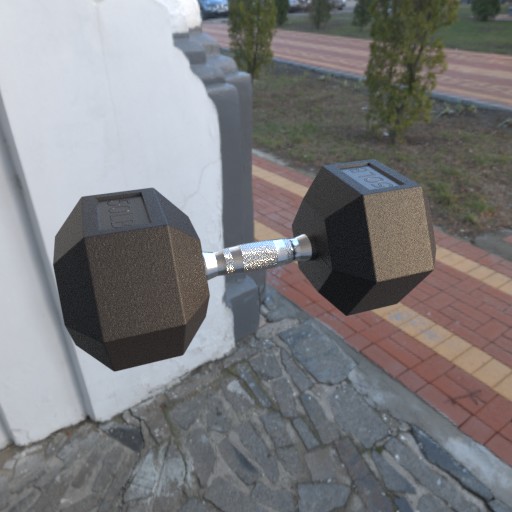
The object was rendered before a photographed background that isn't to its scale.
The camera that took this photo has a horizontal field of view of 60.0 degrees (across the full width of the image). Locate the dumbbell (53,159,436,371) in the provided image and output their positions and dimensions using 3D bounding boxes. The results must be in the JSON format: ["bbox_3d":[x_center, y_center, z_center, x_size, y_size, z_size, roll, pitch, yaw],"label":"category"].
[{"bbox_3d":[0.000,0.000,0.475,0.384,0.150,0.173,-10,33,-17],"label":"dumbbell"}]
